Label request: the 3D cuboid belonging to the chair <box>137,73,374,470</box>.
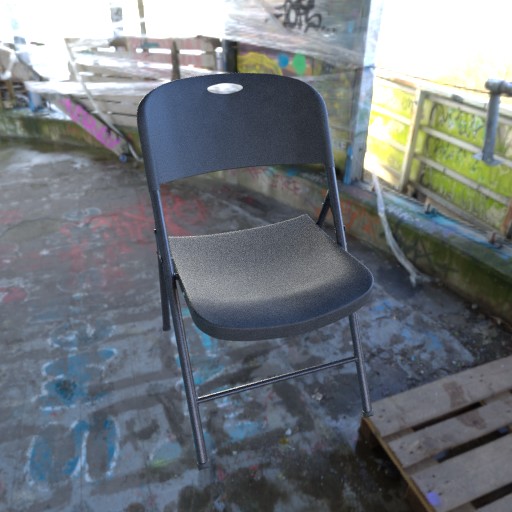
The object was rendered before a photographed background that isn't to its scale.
[{"bbox_3d":[0.000,0.000,1.159,0.494,0.810,0.567,-10,33,-16],"label":"chair"}]
